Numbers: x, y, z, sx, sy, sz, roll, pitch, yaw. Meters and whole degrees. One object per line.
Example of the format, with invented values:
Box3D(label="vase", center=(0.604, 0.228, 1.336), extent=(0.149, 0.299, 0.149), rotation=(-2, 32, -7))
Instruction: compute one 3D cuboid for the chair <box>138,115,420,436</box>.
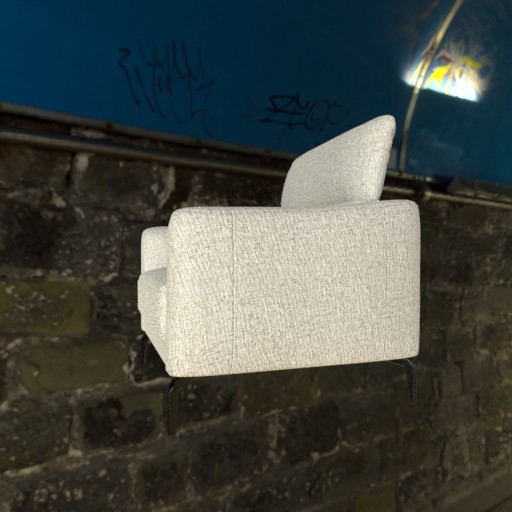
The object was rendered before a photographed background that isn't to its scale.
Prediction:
Box3D(label="chair", center=(0.000, 0.000, 1.703), extent=(0.835, 0.967, 0.972), rotation=(0, 0, -19))
